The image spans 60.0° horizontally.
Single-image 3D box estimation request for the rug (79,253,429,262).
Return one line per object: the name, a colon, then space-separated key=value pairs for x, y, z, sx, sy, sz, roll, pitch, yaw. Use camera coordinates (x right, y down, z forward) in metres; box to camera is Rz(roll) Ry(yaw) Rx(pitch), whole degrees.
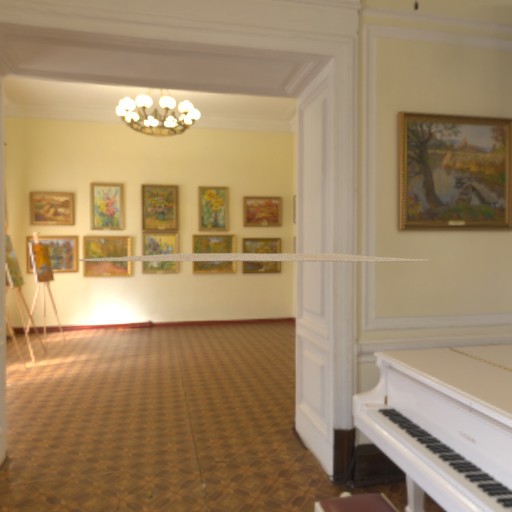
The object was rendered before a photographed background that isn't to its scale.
rug: x=0.000 y=0.000 z=3.144 sx=1.527 sy=0.016 sz=2.442 roll=0 pitch=1 yaw=1
